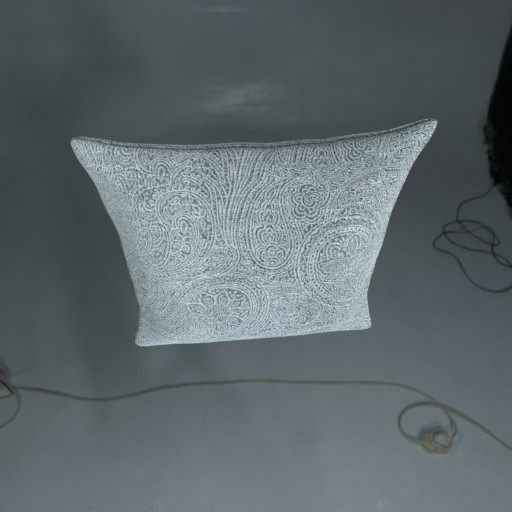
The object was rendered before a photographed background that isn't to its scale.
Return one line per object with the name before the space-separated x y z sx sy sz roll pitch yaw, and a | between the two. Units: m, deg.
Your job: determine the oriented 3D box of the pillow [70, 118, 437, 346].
pillow | 0.000 0.000 0.800 0.523 0.510 0.166 -4 47 -4
